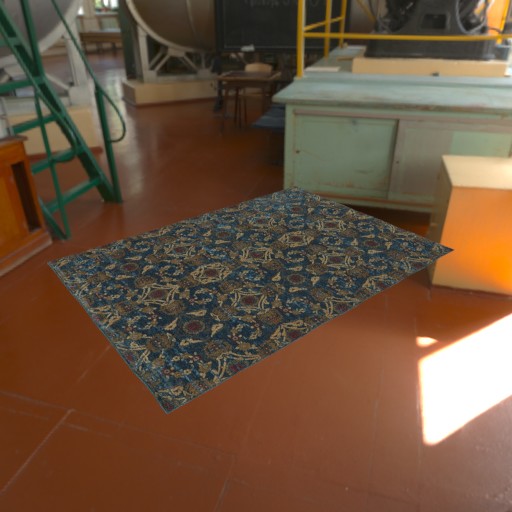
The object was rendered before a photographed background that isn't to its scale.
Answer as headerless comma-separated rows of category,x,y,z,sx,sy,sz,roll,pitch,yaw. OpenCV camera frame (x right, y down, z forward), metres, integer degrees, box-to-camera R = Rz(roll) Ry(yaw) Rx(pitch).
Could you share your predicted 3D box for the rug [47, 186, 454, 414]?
rug,0.000,0.000,4.379,3.291,0.013,2.337,-22,36,-33
